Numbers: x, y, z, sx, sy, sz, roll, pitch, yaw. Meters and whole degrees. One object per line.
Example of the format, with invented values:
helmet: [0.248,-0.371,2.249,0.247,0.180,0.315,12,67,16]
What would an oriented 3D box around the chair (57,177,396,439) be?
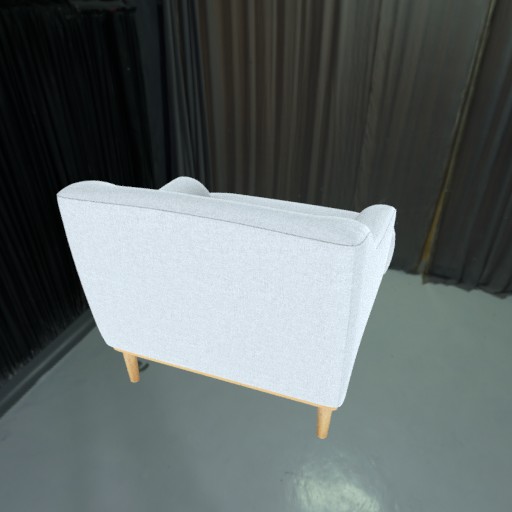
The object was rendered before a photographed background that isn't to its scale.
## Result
chair: [0.000,0.000,1.623,0.946,0.818,0.951,11,34,16]
